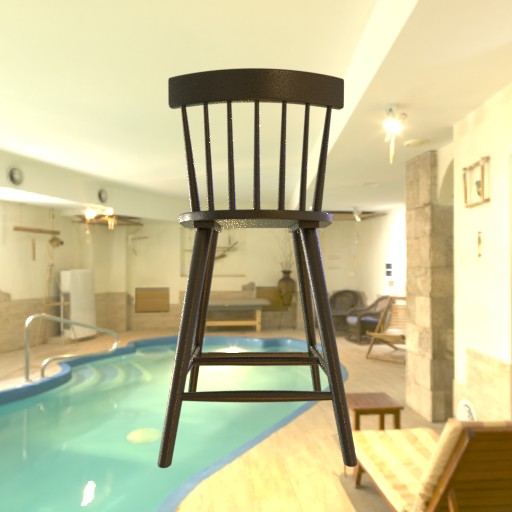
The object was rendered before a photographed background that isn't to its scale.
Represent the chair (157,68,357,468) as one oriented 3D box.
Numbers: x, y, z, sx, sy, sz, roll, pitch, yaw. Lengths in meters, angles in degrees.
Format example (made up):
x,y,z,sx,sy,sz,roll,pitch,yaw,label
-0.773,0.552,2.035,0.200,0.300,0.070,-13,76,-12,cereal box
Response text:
x,y,z,sx,sy,sz,roll,pitch,yaw,label
0.000,0.000,1.273,0.483,0.952,0.572,0,-1,-1,chair
